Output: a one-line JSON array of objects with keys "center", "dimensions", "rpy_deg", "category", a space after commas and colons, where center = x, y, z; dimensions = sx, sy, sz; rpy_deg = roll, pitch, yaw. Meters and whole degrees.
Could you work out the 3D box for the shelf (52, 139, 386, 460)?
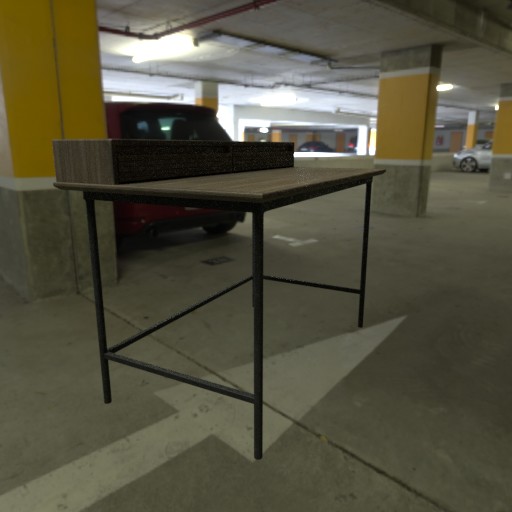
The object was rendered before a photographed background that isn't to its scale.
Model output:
[{"center": [0.000, 0.000, 1.721], "dimensions": [0.685, 0.865, 1.212], "rpy_deg": [7, 16, 27], "category": "shelf"}]
